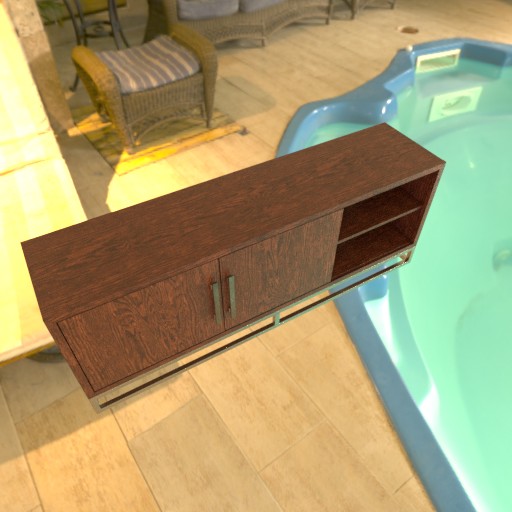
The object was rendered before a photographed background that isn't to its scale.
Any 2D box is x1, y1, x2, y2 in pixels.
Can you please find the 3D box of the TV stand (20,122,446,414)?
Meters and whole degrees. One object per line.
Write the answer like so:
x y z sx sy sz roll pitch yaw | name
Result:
0.000 0.000 1.791 1.541 0.578 0.382 -22 50 -20 | TV stand
